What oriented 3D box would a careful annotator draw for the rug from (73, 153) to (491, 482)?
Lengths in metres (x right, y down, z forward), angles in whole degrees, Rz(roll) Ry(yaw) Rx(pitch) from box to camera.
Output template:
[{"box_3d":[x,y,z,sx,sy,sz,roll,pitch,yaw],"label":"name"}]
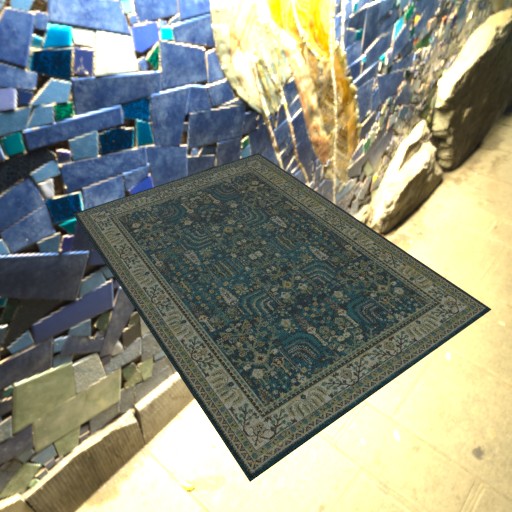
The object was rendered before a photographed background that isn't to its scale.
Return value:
[{"box_3d":[0.000,0.000,2.767,1.594,0.013,2.213,-24,46,-26],"label":"rug"}]
